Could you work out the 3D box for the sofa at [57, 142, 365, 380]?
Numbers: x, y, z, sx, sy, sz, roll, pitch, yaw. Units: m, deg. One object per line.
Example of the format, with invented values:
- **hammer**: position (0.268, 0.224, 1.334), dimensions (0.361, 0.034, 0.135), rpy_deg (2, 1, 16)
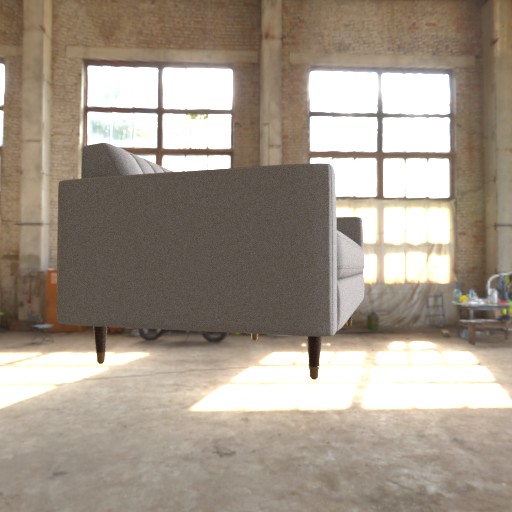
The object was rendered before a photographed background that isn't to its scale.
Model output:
- **sofa**: position (0.000, 0.000, 2.119), dimensions (0.950, 0.801, 1.585), rpy_deg (0, -1, 17)
